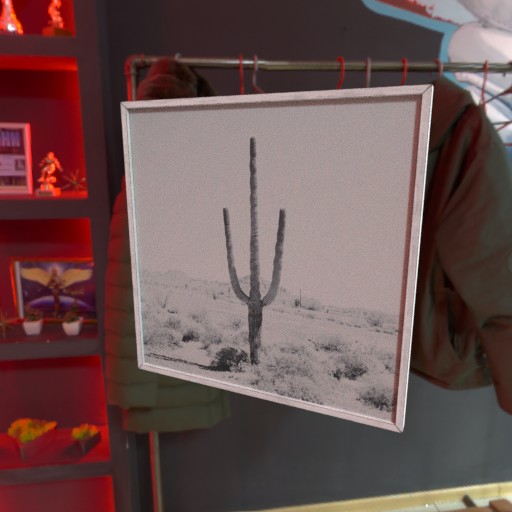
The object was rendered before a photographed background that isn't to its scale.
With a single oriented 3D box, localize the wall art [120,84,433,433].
[{"bbox_3d":[0.000,0.000,1.110,0.762,0.762,0.038,6,15,24],"label":"wall art"}]
